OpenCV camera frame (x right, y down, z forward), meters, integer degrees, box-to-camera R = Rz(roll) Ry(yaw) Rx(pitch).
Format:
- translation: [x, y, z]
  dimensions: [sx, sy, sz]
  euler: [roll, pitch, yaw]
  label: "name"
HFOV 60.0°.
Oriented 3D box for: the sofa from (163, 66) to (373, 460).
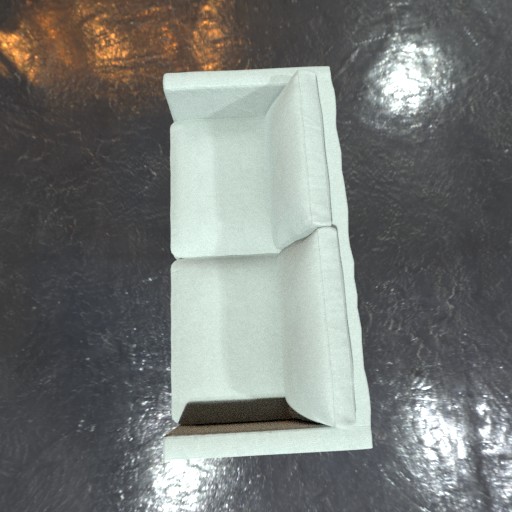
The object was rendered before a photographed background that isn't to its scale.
- translation: [0.000, 0.000, 2.456]
  dimensions: [0.940, 0.870, 1.987]
  euler: [-3, 75, -1]
  label: "sofa"
